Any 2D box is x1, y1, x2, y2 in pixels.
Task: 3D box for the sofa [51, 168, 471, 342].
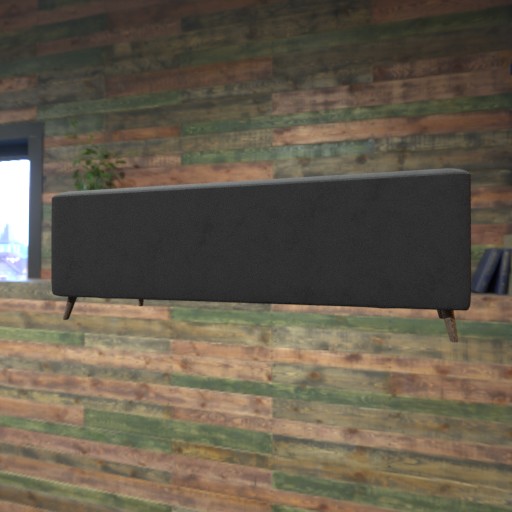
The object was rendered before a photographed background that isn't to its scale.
[{"bbox_3d":[0.000,0.000,2.597,2.190,0.740,0.900,0,0,19],"label":"sofa"}]
